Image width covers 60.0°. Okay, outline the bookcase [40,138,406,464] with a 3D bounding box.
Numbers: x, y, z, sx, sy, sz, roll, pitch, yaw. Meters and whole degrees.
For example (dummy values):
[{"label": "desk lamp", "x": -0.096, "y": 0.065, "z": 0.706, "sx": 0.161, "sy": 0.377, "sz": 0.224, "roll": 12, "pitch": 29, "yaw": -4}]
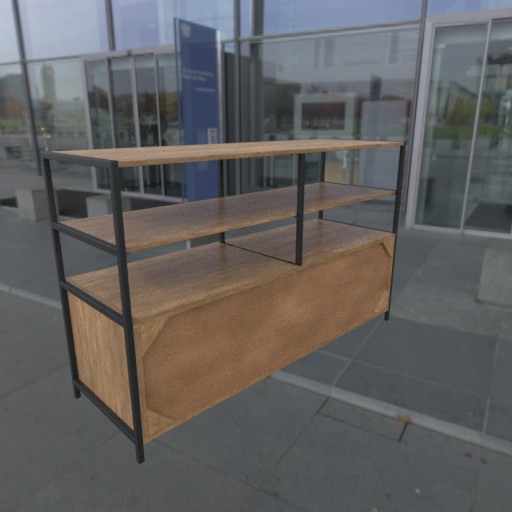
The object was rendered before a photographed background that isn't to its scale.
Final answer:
[{"label": "bookcase", "x": 0.000, "y": 0.000, "z": 1.469, "sx": 1.149, "sy": 0.712, "sz": 0.391, "roll": -16, "pitch": 23, "yaw": -42}]
